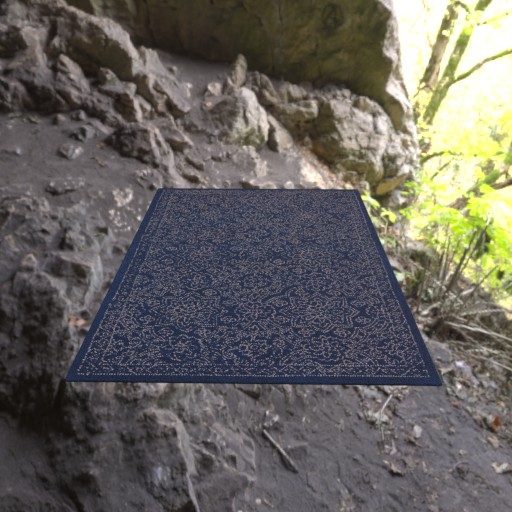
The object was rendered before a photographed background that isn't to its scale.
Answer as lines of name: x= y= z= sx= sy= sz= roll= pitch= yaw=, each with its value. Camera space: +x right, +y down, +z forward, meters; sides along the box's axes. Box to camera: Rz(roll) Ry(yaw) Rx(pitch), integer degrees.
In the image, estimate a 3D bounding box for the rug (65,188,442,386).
rug: x=0.000 y=0.000 z=4.129 sx=2.438 sy=0.010 sz=3.048 roll=0 pitch=33 yaw=1
